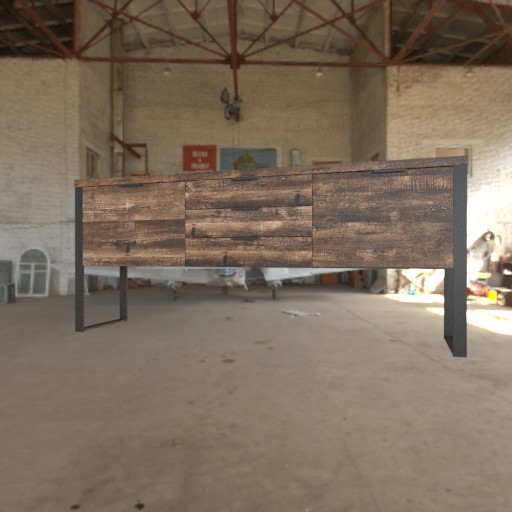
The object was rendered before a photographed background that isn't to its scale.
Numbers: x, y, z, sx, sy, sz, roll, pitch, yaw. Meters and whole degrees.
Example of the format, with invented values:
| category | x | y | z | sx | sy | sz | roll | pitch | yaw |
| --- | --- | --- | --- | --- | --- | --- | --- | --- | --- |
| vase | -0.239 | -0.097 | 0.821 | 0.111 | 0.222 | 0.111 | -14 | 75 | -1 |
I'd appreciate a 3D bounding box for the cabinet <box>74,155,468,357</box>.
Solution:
| category | x | y | z | sx | sy | sz | roll | pitch | yaw |
| --- | --- | --- | --- | --- | --- | --- | --- | --- | --- |
| cabinet | 0.000 | 0.000 | 2.124 | 1.800 | 0.762 | 0.395 | 0 | 0 | 18 |
